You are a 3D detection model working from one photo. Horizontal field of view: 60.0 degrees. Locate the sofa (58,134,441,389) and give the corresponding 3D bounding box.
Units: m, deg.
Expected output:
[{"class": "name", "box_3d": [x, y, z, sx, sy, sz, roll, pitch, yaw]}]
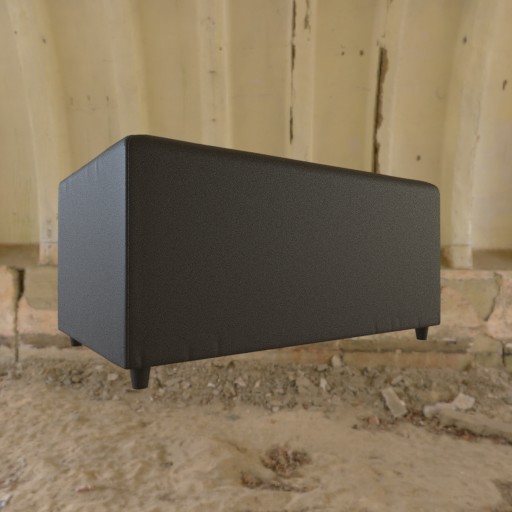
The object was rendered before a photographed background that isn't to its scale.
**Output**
[{"class": "sofa", "box_3d": [0.000, 0.000, 1.883, 1.410, 0.735, 0.845, 0, -1, -35]}]
